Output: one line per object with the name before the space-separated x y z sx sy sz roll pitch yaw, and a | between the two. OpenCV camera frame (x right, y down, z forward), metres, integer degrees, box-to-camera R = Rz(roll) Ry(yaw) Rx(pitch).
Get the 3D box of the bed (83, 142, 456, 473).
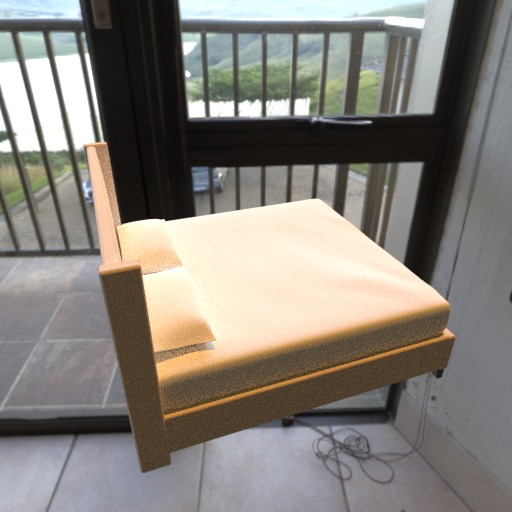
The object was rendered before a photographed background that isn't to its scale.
bed | 0.000 0.000 3.556 2.293 1.471 2.145 -11 32 -17
